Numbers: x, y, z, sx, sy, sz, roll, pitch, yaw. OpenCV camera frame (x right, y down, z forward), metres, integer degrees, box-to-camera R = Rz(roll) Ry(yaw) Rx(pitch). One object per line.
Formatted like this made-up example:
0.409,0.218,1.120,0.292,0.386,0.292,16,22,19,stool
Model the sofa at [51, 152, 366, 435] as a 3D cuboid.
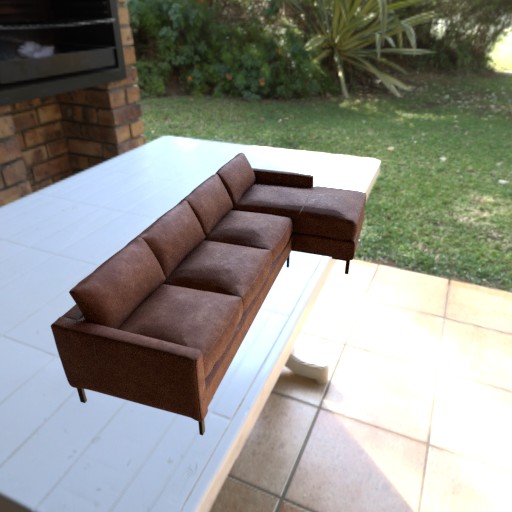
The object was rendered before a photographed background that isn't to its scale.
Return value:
0.000,0.000,3.612,1.471,0.859,2.993,9,31,16,sofa
